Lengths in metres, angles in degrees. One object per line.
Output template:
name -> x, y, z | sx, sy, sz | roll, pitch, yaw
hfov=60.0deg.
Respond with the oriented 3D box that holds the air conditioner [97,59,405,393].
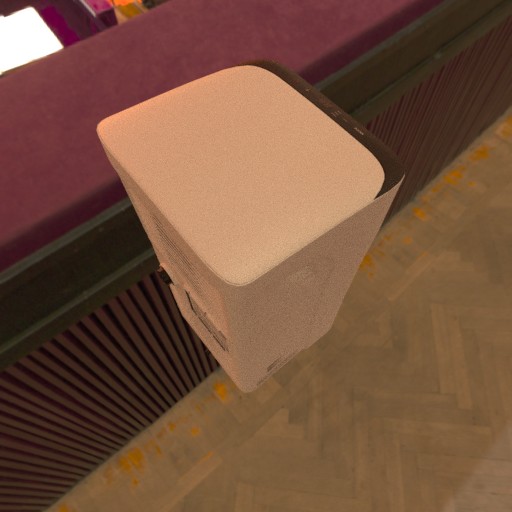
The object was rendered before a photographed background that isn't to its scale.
air conditioner -> 0.000, 0.000, 0.943 | 0.369, 0.716, 0.352 | -35, 66, -18
